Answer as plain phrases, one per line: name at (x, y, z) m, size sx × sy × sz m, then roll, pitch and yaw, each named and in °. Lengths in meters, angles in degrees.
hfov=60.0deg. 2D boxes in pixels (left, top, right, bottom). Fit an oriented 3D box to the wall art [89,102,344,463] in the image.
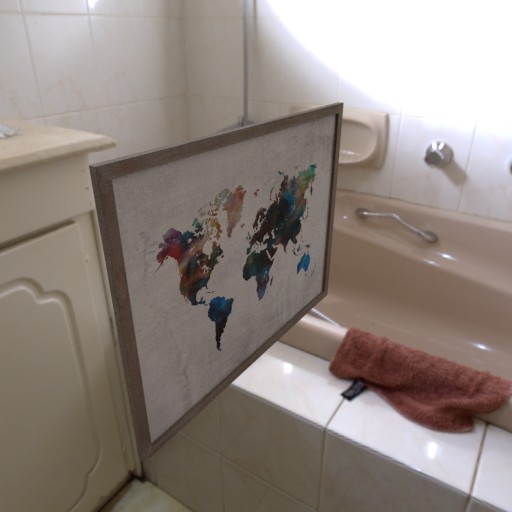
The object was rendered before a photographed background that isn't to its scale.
wall art at (0.000, 0.000, 1.337) m, size 0.019 × 0.774 × 1.012 m, roll 18°, pitch 32°, yaw 31°
